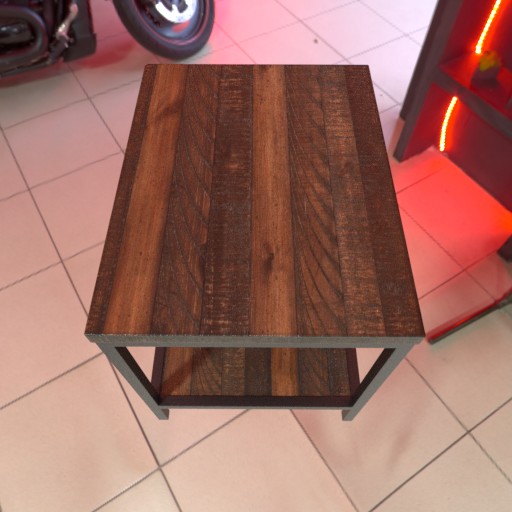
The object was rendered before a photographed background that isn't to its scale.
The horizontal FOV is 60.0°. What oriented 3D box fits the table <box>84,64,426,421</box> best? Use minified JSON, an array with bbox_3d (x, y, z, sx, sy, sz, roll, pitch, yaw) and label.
[{"bbox_3d":[0.000,0.000,1.117,0.524,0.612,0.678,0,58,0],"label":"table"}]
